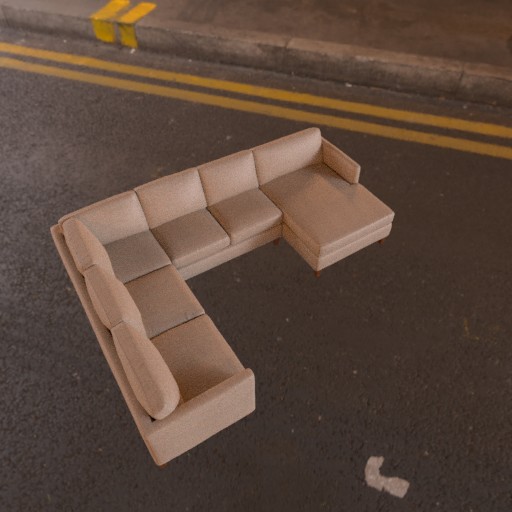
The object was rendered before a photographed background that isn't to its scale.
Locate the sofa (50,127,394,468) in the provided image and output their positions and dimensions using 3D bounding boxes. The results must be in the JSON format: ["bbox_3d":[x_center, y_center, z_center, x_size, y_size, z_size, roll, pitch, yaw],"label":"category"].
[{"bbox_3d":[0.000,0.000,4.629,3.460,0.961,2.594,-25,52,-21],"label":"sofa"}]
